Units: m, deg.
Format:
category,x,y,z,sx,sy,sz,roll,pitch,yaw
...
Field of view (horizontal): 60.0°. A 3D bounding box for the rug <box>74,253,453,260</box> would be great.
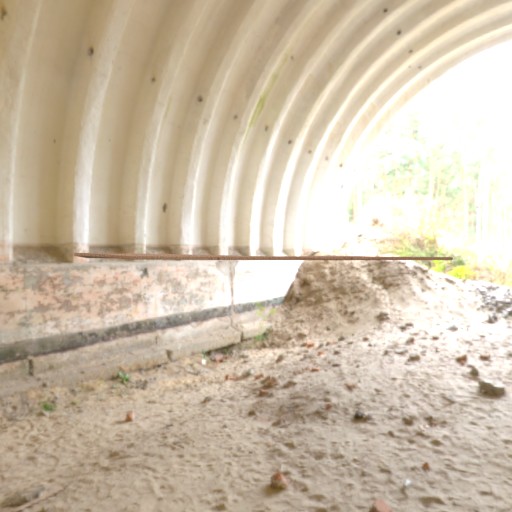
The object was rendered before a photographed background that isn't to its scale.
category,x,y,z,sx,sy,sz,roll,pitch,yaw
rug,0.000,0.000,2.325,1.230,0.025,1.837,0,0,-2
